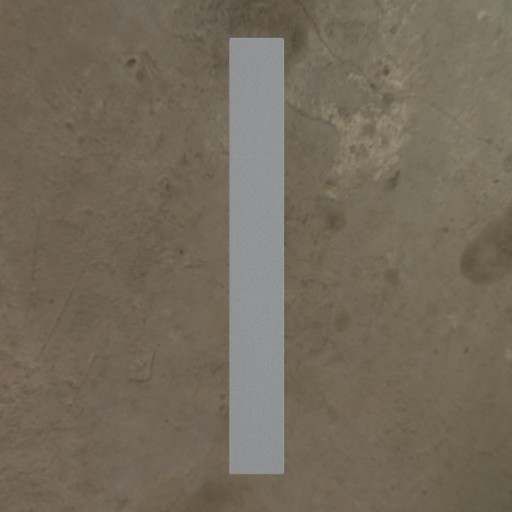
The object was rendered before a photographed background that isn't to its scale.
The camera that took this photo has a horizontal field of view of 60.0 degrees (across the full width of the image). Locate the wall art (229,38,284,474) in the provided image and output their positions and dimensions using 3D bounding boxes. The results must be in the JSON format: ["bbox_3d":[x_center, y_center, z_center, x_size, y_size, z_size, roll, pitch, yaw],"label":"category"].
[{"bbox_3d":[0.000,0.000,0.462,0.038,0.305,0.305,0,90,0],"label":"wall art"}]
